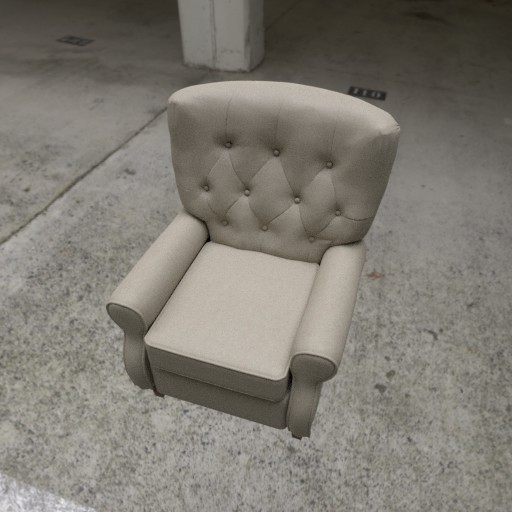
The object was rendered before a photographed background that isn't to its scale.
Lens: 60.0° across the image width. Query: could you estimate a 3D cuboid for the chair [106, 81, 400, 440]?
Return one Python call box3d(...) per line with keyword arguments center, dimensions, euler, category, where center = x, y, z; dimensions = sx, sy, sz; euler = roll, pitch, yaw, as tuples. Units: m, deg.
box3d(center=(0.000, 0.000, 1.872), dimensions=(0.943, 1.158, 1.059), euler=(12, 42, 14), category="chair")
